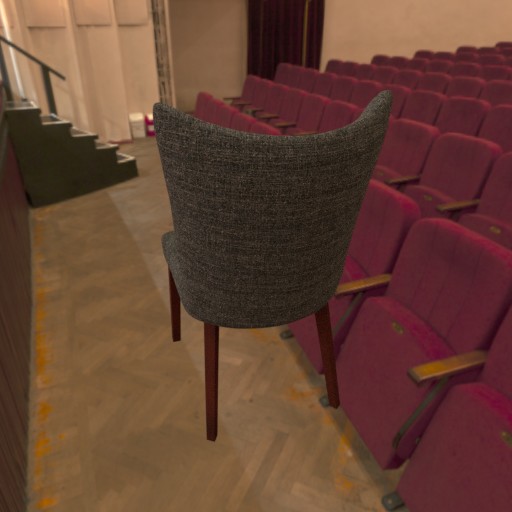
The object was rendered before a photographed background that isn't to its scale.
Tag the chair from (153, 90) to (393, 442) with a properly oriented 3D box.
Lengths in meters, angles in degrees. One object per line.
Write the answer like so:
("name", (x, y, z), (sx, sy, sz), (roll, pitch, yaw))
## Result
("chair", (0.000, 0.000, 1.280), (0.535, 0.924, 0.623), (-9, 29, -16))
